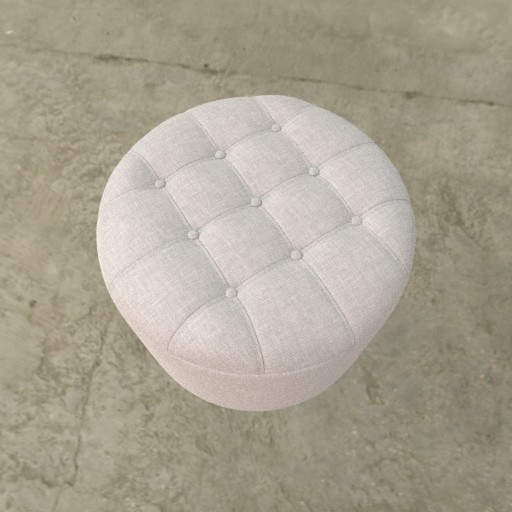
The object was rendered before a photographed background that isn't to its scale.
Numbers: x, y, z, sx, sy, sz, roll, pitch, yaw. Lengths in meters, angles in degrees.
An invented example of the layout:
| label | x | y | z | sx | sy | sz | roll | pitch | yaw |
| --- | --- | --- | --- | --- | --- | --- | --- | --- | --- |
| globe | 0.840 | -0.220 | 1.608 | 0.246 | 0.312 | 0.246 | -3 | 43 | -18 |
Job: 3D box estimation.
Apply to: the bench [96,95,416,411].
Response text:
| label | x | y | z | sx | sy | sz | roll | pitch | yaw |
| --- | --- | --- | --- | --- | --- | --- | --- | --- | --- |
| bench | 0.000 | 0.000 | 0.979 | 0.600 | 0.453 | 0.600 | 0 | 62 | 0 |
